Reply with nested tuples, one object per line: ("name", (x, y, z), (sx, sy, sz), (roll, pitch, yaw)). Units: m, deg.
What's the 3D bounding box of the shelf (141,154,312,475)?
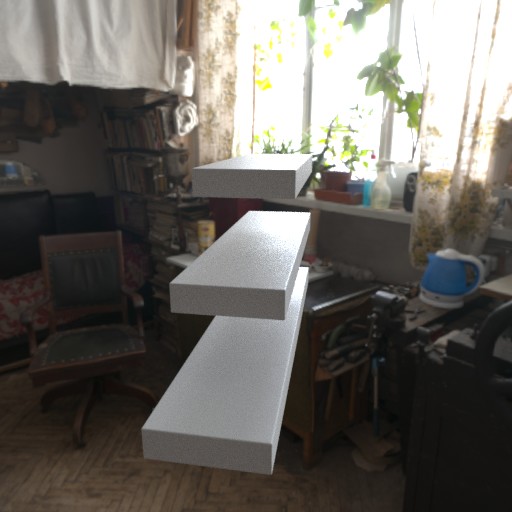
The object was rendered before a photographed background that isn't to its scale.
("shelf", (0.000, 0.000, 0.716), (0.140, 0.293, 0.610), (3, 16, 10))
